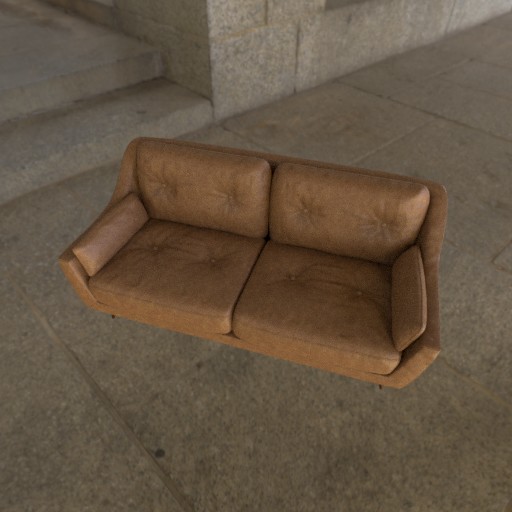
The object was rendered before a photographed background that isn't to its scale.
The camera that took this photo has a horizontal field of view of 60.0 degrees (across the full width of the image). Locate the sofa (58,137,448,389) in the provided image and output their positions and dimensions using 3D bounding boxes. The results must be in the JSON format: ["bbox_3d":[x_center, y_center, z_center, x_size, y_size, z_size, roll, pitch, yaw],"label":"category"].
[{"bbox_3d":[0.000,0.000,2.433,1.902,0.839,0.904,12,43,13],"label":"sofa"}]
